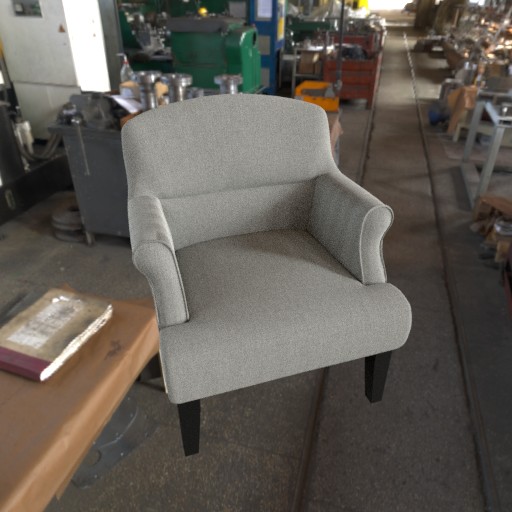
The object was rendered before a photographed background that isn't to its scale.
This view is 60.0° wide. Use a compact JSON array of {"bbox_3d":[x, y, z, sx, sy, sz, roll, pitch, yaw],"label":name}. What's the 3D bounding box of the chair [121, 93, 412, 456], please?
[{"bbox_3d":[0.000,0.000,1.448,0.772,0.880,0.755,-10,33,-15],"label":"chair"}]
